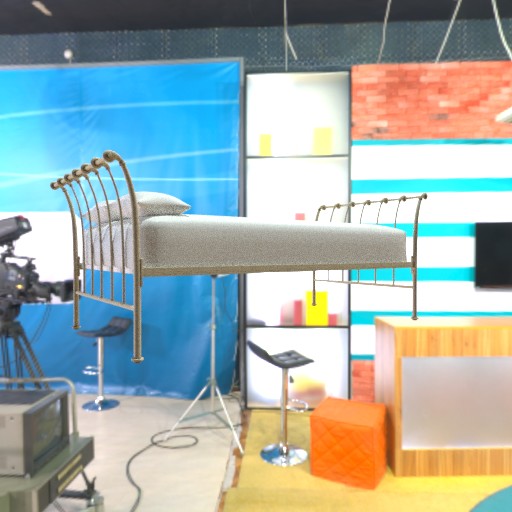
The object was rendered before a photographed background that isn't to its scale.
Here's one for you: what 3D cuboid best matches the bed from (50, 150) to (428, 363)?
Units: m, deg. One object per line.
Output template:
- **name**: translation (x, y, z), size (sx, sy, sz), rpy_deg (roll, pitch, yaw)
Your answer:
- **bed**: translation (0.000, 0.000, 2.822), size (2.228, 0.873, 1.032), rpy_deg (0, 1, -36)
